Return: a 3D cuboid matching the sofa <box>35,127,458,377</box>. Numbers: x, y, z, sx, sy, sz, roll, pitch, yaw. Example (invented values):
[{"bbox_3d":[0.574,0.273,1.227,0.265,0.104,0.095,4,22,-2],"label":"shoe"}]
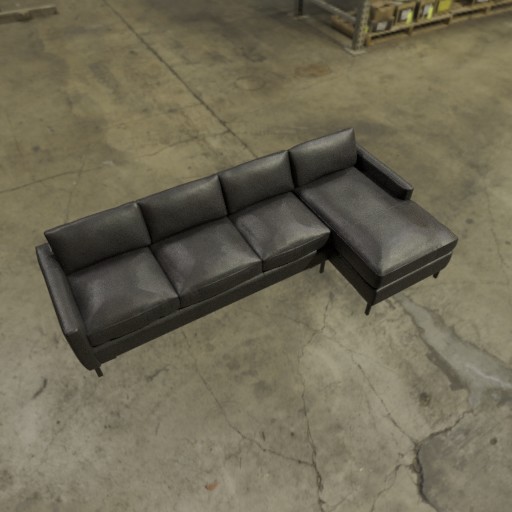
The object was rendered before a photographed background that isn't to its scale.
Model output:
[{"bbox_3d":[0.000,0.000,3.532,2.993,0.859,1.471,-23,51,-20],"label":"sofa"}]
